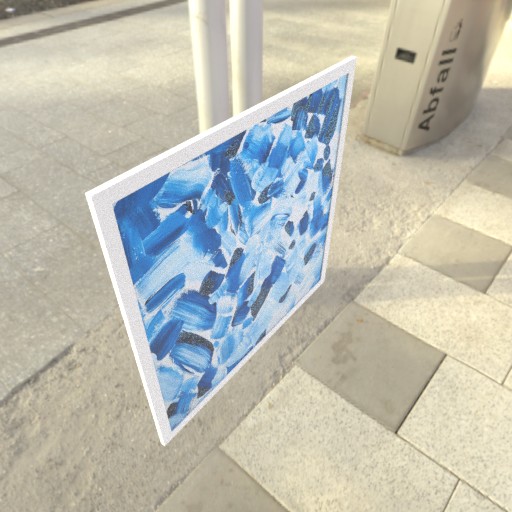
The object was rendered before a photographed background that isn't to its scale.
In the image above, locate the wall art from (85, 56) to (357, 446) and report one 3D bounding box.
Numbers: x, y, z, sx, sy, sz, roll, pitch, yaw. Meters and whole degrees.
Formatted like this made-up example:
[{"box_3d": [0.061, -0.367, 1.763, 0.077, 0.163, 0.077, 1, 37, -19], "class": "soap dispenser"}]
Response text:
[{"box_3d": [0.000, 0.000, 1.176, 0.015, 0.812, 0.812, 28, 49, 28], "class": "wall art"}]
